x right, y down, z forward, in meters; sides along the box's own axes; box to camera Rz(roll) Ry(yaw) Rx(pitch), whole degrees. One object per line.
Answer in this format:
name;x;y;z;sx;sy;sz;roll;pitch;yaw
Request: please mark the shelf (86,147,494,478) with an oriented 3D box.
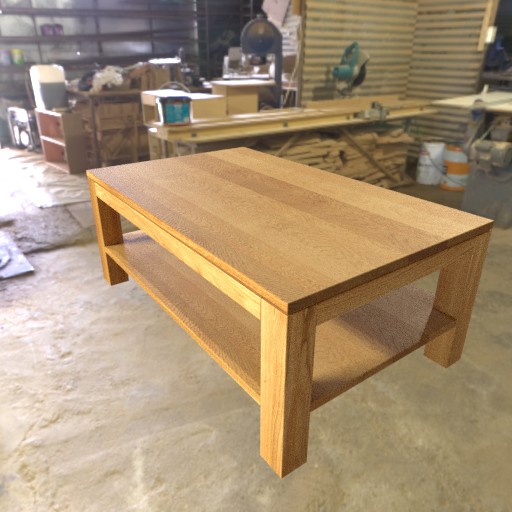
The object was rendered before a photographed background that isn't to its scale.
shelf;0.000;0.000;1.484;0.700;0.450;1.150;-17;30;-32
